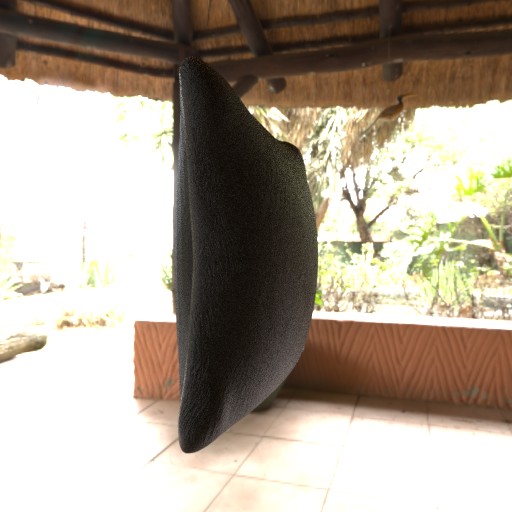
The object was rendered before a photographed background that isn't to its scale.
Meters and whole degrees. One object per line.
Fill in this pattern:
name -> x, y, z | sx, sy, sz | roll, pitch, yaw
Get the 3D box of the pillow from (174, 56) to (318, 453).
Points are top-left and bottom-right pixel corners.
pillow -> 0.000, 0.000, 0.812 | 0.210, 0.523, 0.533 | 0, 0, 18
